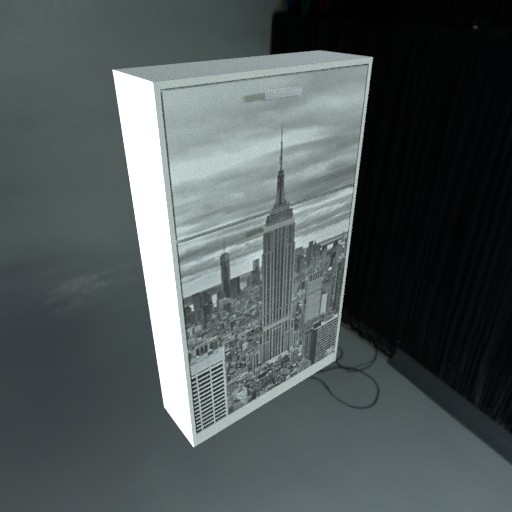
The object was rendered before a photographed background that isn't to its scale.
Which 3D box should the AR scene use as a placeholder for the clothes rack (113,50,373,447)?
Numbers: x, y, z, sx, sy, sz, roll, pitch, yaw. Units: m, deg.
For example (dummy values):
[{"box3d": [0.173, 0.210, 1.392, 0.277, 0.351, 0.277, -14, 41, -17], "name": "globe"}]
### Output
[{"box3d": [0.000, 0.000, 1.591, 0.750, 1.280, 0.250, -21, 37, -31], "name": "clothes rack"}]
